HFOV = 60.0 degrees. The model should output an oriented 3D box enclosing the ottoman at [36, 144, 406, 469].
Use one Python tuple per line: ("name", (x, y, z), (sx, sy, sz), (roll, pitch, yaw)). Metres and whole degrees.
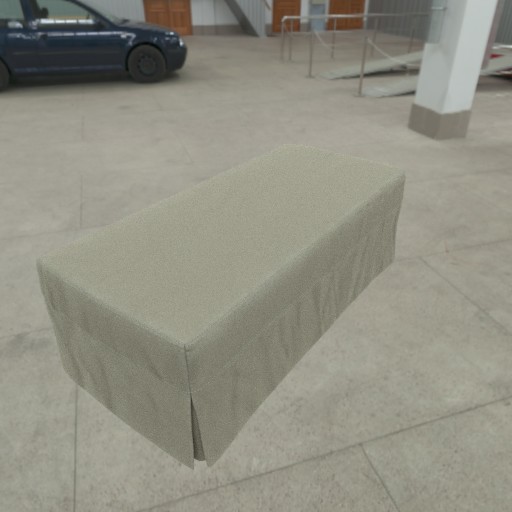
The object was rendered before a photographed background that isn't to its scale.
("ottoman", (0.000, 0.000, 1.685), (0.665, 0.457, 1.388), (21, 38, 30))
